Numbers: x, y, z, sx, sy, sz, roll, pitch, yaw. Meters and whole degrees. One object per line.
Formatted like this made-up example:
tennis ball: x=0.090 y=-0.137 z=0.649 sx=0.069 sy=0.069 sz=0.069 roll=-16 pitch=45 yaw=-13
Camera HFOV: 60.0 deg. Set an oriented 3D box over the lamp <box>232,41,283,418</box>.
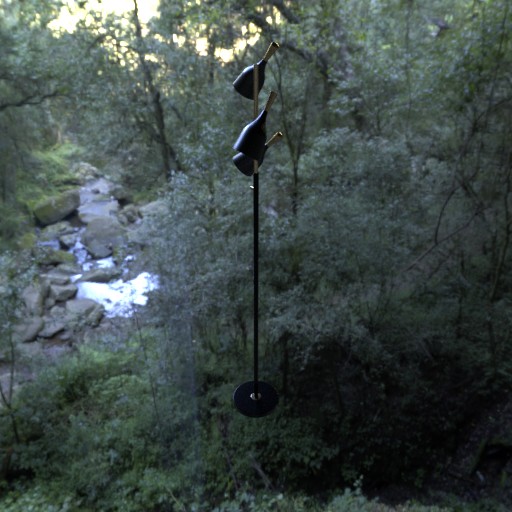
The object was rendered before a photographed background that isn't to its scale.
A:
lamp: x=0.000 y=0.000 z=2.042 sx=0.253 sy=1.778 sz=0.434 roll=0 pitch=27 yaw=-1
